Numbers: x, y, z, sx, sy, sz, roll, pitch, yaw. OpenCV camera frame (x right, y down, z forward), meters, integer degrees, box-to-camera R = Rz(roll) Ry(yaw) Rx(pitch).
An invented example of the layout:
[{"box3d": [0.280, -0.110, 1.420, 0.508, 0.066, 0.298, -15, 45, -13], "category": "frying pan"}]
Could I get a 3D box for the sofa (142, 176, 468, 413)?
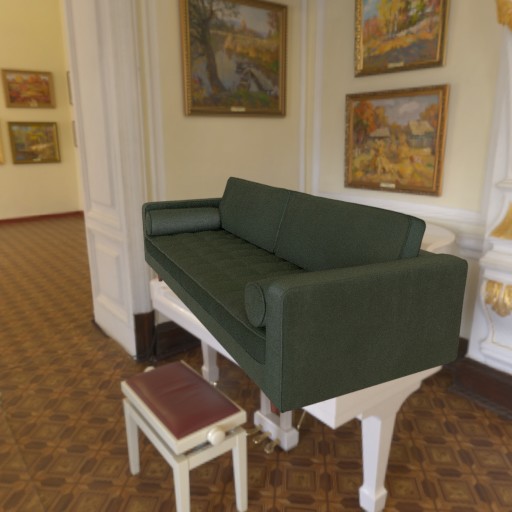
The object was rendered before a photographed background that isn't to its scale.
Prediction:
[{"box3d": [0.000, 0.000, 2.641, 0.918, 0.769, 2.199, -7, 17, -25], "category": "sofa"}]
